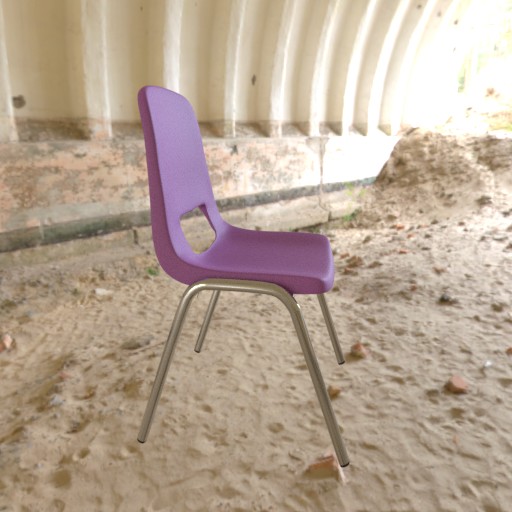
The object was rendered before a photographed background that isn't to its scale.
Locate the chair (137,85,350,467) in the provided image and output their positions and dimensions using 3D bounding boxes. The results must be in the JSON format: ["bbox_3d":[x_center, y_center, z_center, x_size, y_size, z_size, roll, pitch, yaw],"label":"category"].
[{"bbox_3d":[0.000,0.000,0.683,0.301,0.493,0.291,3,16,9],"label":"chair"}]
